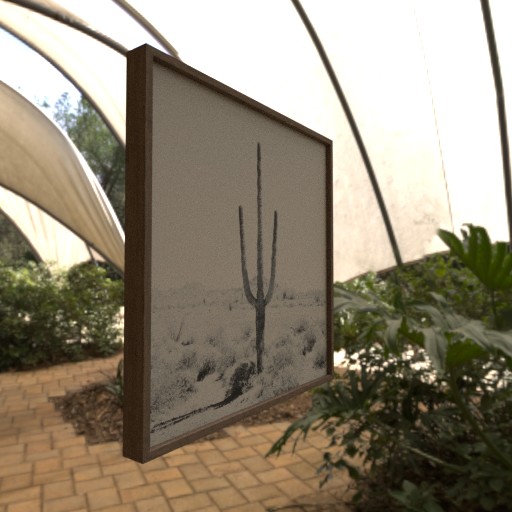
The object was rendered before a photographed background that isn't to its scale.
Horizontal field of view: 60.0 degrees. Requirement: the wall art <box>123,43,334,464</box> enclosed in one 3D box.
[{"bbox_3d":[0.000,0.000,0.750,0.038,0.508,0.508,-1,-2,36],"label":"wall art"}]
